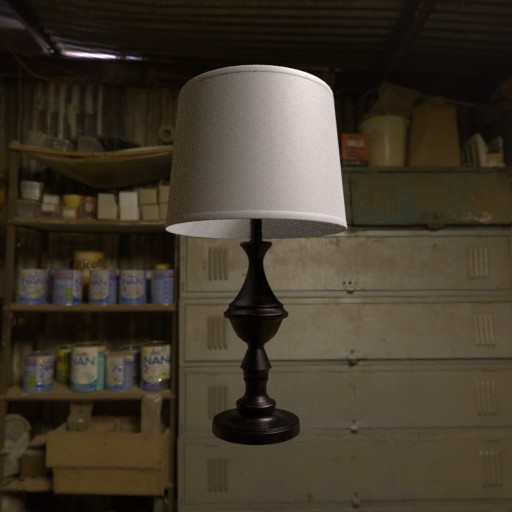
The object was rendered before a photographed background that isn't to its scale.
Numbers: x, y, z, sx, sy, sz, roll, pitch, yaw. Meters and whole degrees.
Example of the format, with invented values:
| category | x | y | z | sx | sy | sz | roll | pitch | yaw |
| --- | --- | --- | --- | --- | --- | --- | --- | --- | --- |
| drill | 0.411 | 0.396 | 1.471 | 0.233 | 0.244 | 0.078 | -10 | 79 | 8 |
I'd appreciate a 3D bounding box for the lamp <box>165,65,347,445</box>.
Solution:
| category | x | y | z | sx | sy | sz | roll | pitch | yaw |
| --- | --- | --- | --- | --- | --- | --- | --- | --- | --- |
| lamp | 0.000 | 0.000 | 0.948 | 0.383 | 0.726 | 0.383 | 0 | -3 | 0 |
